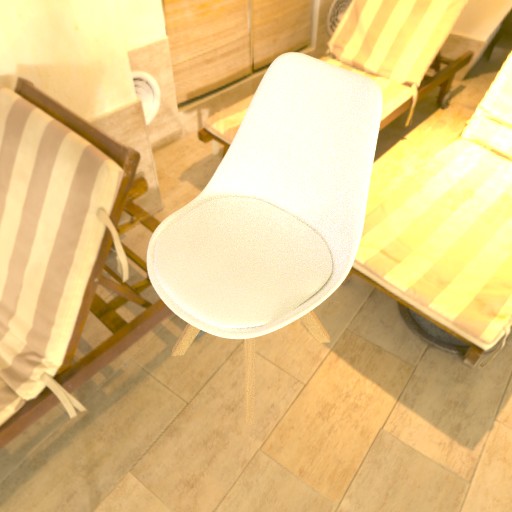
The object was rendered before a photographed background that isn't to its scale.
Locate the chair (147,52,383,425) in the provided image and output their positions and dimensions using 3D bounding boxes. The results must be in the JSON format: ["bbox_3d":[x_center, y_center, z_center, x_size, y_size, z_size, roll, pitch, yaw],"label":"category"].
[{"bbox_3d":[0.000,0.000,1.173,0.485,0.849,0.550,34,56,27],"label":"chair"}]
